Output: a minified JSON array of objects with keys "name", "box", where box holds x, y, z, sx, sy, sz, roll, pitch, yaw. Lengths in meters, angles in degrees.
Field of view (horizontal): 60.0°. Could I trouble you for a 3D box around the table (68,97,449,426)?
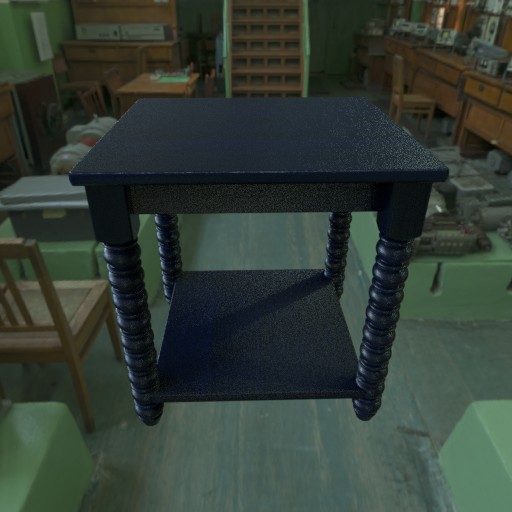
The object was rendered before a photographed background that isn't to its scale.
[{"name":"table","box":[0.000,0.000,0.968,0.533,0.567,0.500,-1,31,-1]}]
